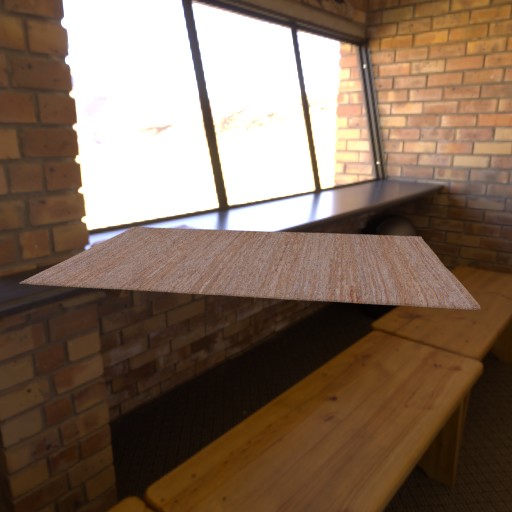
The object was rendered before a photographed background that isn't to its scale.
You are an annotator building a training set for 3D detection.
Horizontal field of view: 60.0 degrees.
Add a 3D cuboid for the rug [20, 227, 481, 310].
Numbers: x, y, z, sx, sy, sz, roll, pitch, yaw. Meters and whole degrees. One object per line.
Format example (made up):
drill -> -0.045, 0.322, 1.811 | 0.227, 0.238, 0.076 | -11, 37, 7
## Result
rug -> 0.000, 0.000, 3.016 | 2.446, 0.009, 1.529 | 2, 16, 9
